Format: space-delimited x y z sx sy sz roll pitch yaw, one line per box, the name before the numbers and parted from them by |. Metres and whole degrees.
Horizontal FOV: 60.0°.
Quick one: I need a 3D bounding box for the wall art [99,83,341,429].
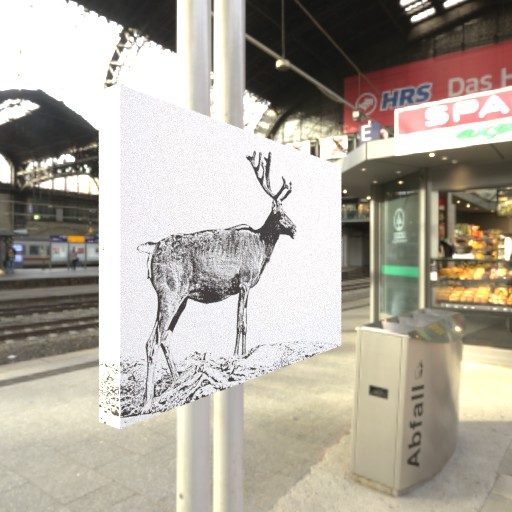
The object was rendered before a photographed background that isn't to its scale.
wall art | 0.000 0.000 0.788 0.042 0.414 0.608 0 0 36
